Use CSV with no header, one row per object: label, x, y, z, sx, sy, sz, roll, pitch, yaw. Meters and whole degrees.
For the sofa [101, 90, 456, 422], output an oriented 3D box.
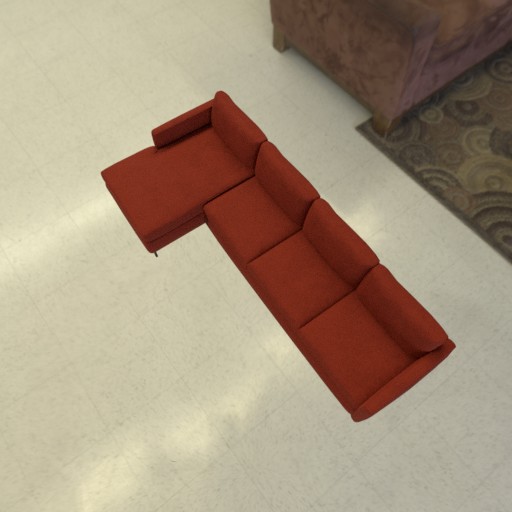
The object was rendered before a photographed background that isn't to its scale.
sofa,0.000,0.000,2.988,1.136,0.663,2.467,-32,68,-15
